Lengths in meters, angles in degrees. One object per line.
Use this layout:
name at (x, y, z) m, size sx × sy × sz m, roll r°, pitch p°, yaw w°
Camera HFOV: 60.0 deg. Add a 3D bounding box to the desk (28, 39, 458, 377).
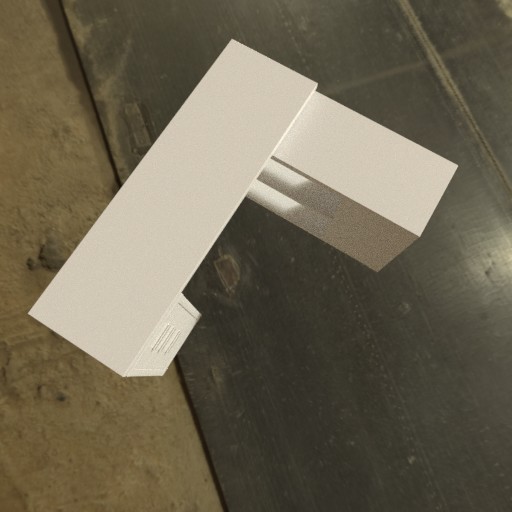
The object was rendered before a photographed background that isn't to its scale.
desk at (0.000, 0.000, 2.212) m, size 1.200 × 0.753 × 1.524 m, roll 31°, pitch 77°, yaw 8°
